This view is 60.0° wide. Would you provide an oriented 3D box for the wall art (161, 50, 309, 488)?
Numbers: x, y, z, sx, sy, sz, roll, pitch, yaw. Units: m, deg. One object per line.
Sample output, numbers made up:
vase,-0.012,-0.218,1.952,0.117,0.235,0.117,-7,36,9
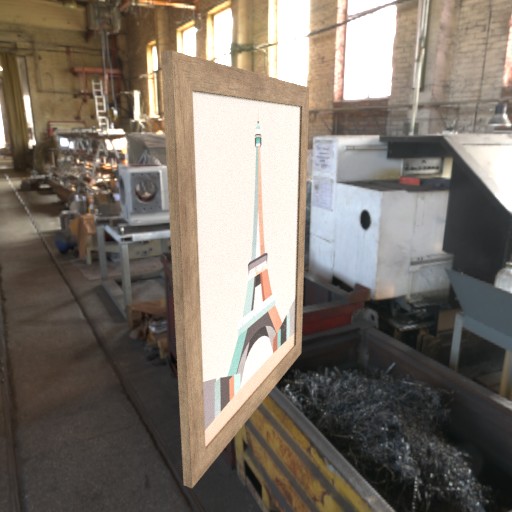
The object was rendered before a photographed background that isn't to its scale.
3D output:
wall art,0.000,0.000,0.898,0.018,0.686,0.534,7,17,25
